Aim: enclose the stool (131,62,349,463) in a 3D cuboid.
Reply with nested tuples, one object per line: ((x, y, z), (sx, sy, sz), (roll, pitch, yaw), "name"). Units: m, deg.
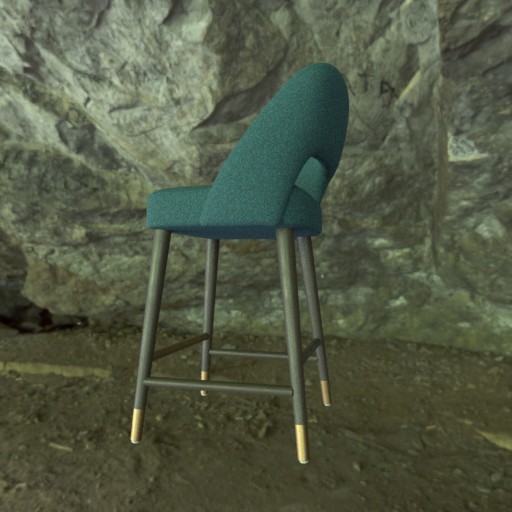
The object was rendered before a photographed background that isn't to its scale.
((0.000, 0.000, 1.260), (0.522, 0.939, 0.536), (-1, -2, 16), "stool")
